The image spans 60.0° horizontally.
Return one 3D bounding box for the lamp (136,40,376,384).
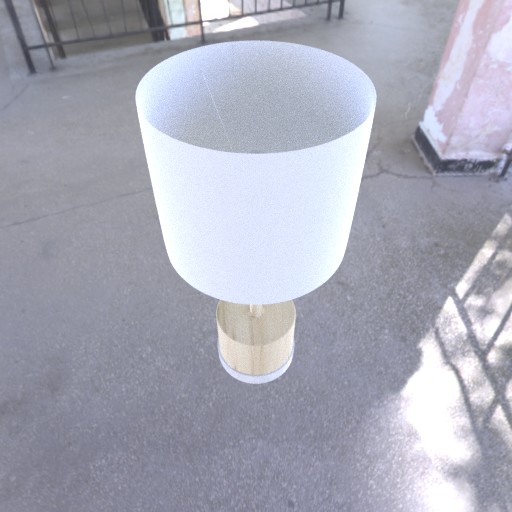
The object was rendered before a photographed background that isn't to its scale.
[{"bbox_3d":[0.000,0.000,0.594,0.229,0.470,0.229,-3,47,-3],"label":"lamp"}]
